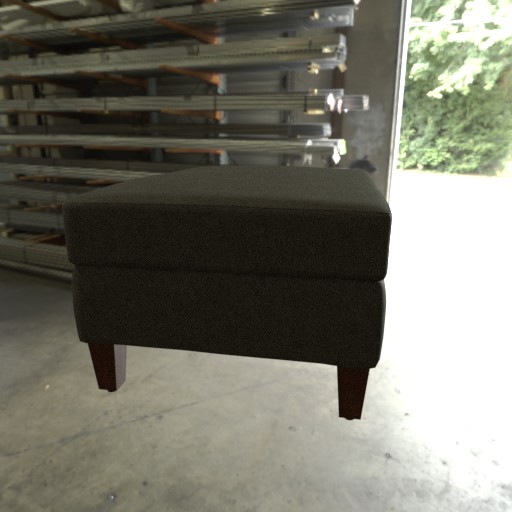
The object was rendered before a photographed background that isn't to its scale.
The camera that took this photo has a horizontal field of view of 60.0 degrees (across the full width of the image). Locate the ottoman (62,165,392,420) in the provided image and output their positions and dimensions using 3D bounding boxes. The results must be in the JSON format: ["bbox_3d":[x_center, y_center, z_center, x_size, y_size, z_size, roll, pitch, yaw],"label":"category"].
[{"bbox_3d":[0.000,0.000,1.233,0.639,0.464,0.839,3,16,10],"label":"ottoman"}]
